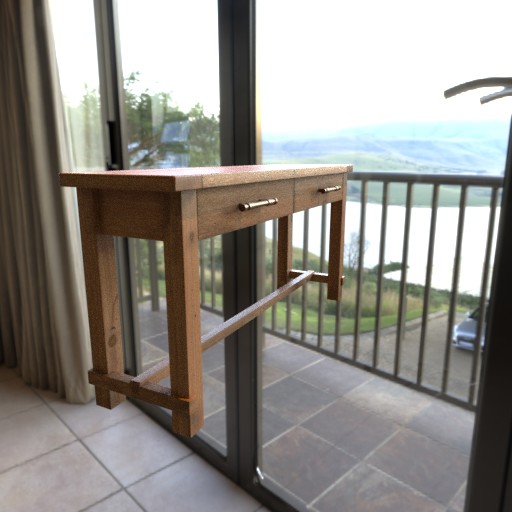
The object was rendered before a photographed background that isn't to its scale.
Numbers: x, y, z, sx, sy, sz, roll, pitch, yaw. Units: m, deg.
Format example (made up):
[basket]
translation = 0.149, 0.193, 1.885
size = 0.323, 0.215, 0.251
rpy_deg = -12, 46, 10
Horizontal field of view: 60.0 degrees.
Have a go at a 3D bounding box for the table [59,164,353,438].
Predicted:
[table]
translation = 0.000, 0.000, 1.943
size = 0.442, 0.762, 1.599
rpy_deg = 7, 14, 27
